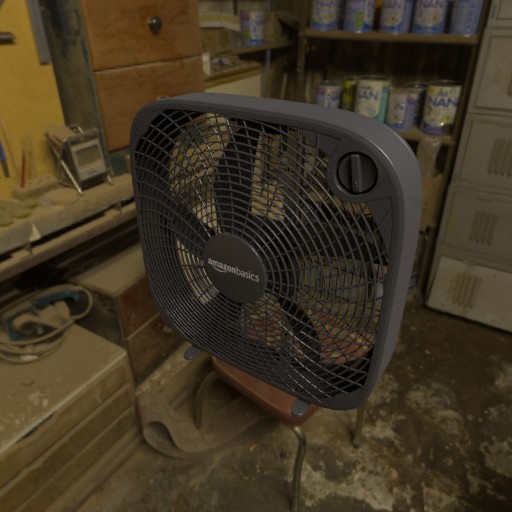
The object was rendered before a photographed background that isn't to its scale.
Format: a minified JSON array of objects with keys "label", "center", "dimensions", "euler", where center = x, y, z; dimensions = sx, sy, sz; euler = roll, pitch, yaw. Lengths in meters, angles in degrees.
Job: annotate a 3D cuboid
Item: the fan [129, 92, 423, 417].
[{"label":"fan","center":[0.000,0.000,0.801],"dimensions":[0.526,0.533,0.142],"euler":[19,35,29]}]
